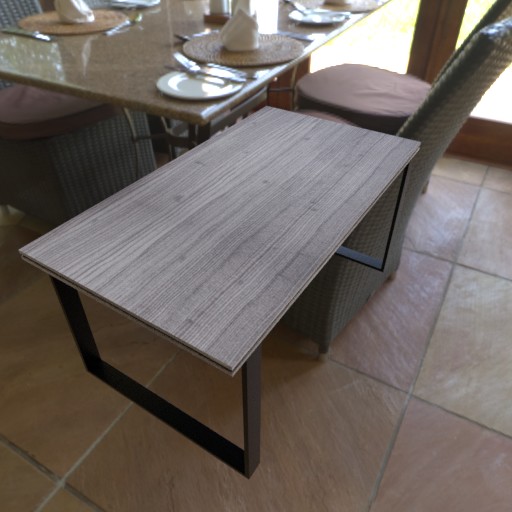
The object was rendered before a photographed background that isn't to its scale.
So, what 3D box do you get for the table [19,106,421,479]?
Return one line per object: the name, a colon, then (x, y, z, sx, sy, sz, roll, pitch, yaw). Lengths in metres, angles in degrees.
table: (0.000, 0.000, 2.050, 0.881, 0.736, 1.579, 22, 44, 25)
